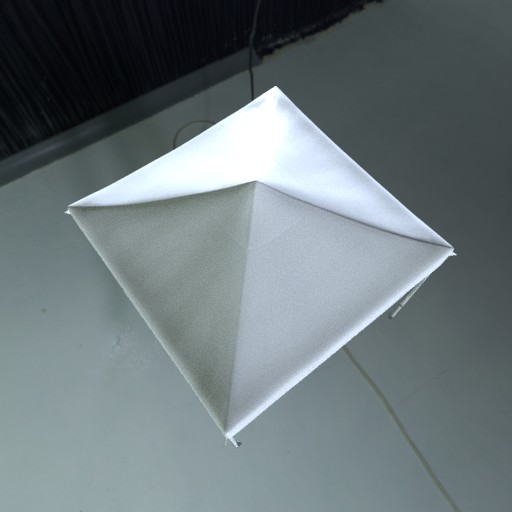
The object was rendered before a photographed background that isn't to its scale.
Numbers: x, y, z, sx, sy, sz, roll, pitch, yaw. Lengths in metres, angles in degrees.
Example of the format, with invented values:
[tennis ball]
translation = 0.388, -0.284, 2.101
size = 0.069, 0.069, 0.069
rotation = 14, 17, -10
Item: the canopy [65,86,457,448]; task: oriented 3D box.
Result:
[canopy]
translation = 0.000, 0.000, 5.255
size = 2.994, 2.998, 2.996
rotation = -35, 69, -16
